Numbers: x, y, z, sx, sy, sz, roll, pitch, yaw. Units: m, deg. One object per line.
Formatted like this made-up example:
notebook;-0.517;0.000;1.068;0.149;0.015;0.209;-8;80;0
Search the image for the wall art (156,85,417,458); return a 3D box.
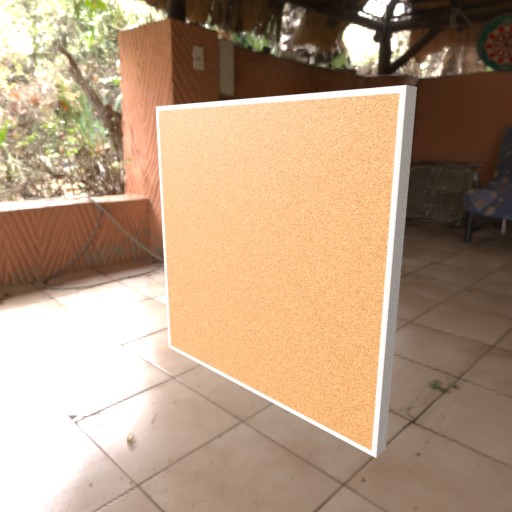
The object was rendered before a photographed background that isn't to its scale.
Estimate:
wall art;0.000;0.000;1.141;0.768;0.765;0.041;14;20;42
